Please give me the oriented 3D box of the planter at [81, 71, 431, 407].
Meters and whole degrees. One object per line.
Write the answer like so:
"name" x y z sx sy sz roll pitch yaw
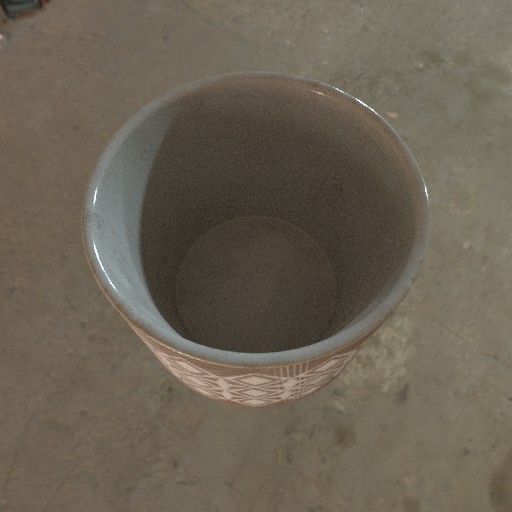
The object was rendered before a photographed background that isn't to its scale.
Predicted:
"planter" 0.000 0.000 0.209 0.126 0.104 0.126 0 64 0
